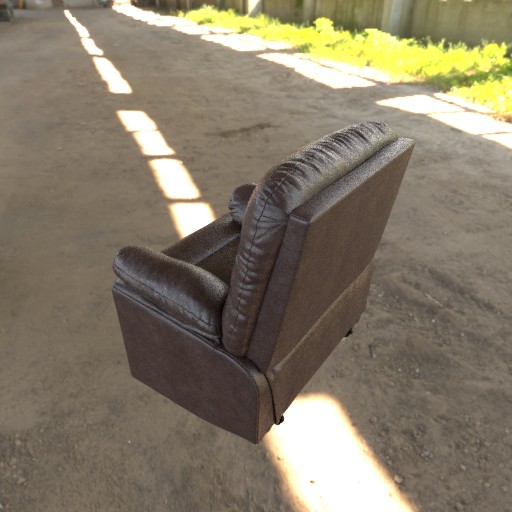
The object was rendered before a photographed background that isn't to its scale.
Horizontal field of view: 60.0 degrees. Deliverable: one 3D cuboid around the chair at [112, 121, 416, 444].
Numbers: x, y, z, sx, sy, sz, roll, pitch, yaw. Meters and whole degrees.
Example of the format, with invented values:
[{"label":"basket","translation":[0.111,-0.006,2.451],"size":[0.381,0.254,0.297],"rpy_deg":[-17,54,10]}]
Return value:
[{"label":"chair","translation":[0.000,0.000,1.768],"size":[0.879,1.041,0.940],"rpy_deg":[20,37,29]}]
